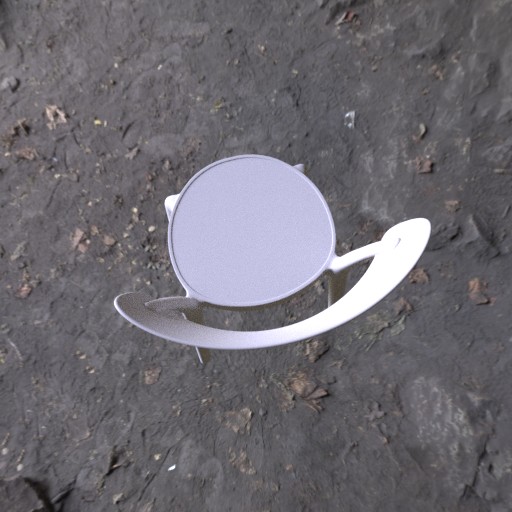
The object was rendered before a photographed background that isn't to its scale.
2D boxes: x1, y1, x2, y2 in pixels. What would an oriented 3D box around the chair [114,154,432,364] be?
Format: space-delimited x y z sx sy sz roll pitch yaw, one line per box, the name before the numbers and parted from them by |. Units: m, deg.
chair | 0.000 0.000 1.080 0.506 0.790 0.491 -14 75 -4
